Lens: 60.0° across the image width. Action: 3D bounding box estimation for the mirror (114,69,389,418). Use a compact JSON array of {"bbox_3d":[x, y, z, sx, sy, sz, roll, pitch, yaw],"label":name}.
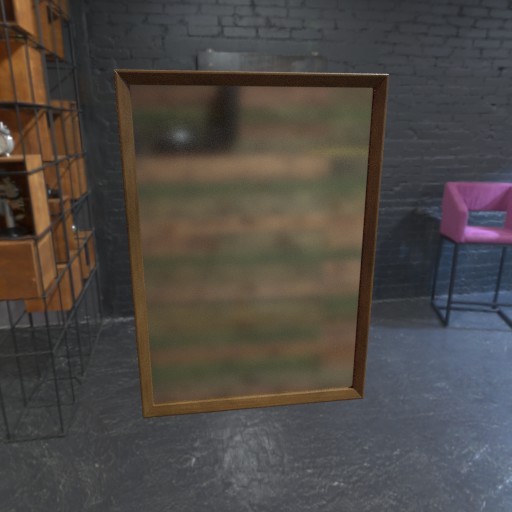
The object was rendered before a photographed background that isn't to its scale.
[{"bbox_3d":[0.000,0.000,0.926,0.508,0.711,0.039,-2,17,-8],"label":"mirror"}]
